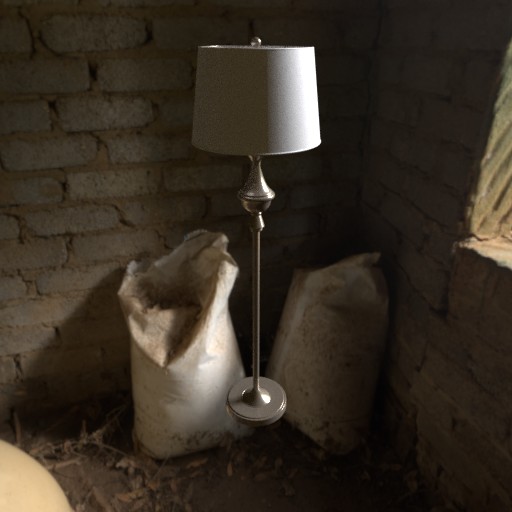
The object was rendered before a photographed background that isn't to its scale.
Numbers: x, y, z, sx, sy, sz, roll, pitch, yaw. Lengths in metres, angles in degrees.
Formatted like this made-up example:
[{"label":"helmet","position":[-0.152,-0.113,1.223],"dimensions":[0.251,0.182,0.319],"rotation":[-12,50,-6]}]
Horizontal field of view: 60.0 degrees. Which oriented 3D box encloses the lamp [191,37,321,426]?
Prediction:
[{"label":"lamp","position":[0.000,0.000,1.680],"dimensions":[0.431,1.488,0.431],"rotation":[0,26,0]}]
